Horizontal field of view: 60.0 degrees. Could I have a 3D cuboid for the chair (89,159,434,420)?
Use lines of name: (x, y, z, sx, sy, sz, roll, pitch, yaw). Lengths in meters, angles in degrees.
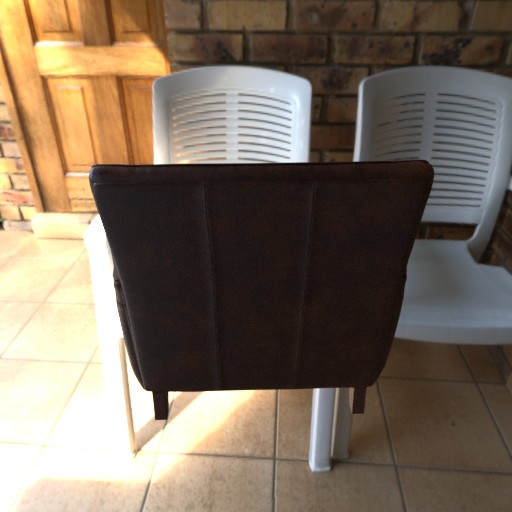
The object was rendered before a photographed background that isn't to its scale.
chair: (0.000, 0.000, 1.593, 0.870, 0.943, 0.823, -1, 31, -2)
